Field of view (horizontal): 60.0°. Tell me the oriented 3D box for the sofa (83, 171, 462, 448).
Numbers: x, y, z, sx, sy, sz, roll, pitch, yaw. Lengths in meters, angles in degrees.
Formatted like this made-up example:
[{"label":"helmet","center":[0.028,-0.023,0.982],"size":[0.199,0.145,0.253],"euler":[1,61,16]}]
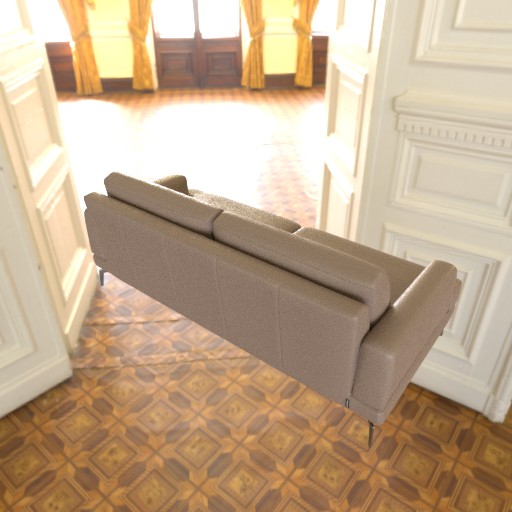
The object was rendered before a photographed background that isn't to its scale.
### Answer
[{"label":"sofa","center":[0.000,0.000,2.422],"size":[1.940,0.765,0.974],"euler":[23,38,32]}]
